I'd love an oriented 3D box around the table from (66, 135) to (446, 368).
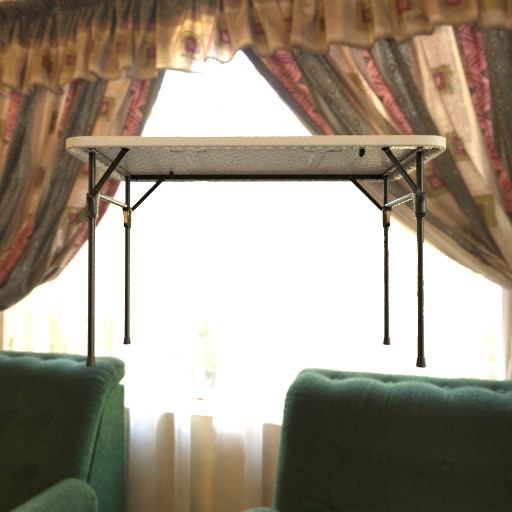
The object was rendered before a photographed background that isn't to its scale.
[{"bbox_3d":[0.000,0.000,1.652,1.219,0.729,0.610,0,-1,1],"label":"table"}]
